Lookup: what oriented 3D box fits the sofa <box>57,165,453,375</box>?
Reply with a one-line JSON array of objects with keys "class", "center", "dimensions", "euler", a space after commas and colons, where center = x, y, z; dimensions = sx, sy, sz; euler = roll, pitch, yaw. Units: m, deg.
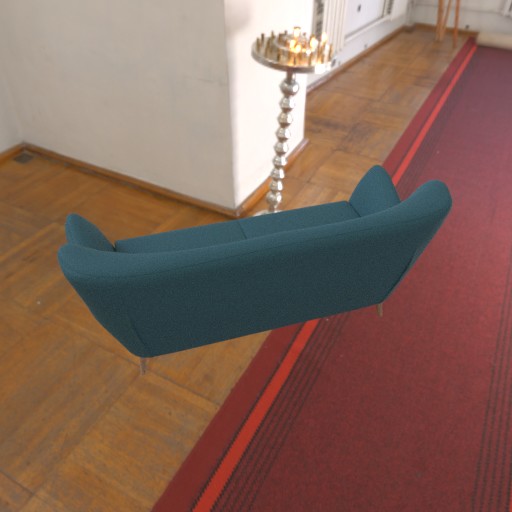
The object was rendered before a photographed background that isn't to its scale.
[{"class": "sofa", "center": [0.000, 0.000, 2.434], "dimensions": [1.930, 0.890, 0.889], "euler": [-11, 42, -13]}]
